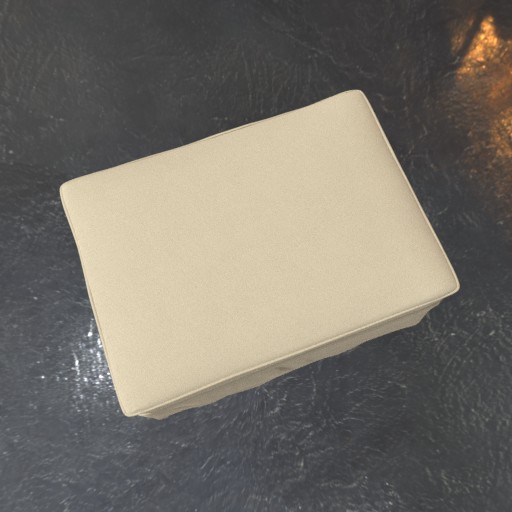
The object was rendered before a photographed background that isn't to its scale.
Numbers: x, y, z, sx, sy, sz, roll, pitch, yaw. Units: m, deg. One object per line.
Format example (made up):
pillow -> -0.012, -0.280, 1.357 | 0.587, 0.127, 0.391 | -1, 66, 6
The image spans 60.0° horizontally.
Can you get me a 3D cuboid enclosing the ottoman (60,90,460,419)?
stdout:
ottoman -> 0.000, 0.000, 1.346 | 0.959, 0.482, 0.721 | -20, 75, -5
